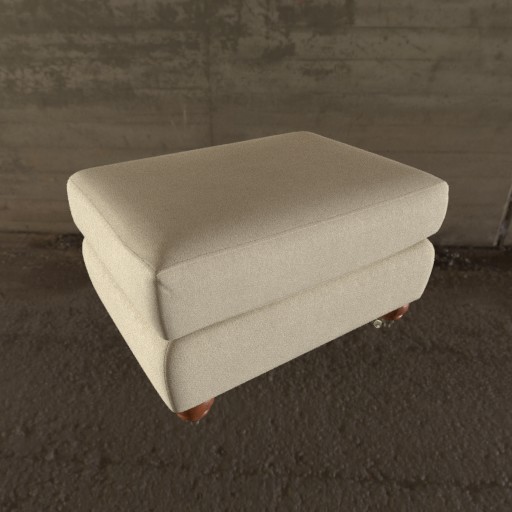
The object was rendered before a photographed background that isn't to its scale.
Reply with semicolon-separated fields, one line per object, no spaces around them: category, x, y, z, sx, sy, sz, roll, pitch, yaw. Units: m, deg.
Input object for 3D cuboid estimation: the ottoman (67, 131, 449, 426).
ottoman;0.000;0.000;1.153;0.773;0.499;0.569;-18;35;-28
